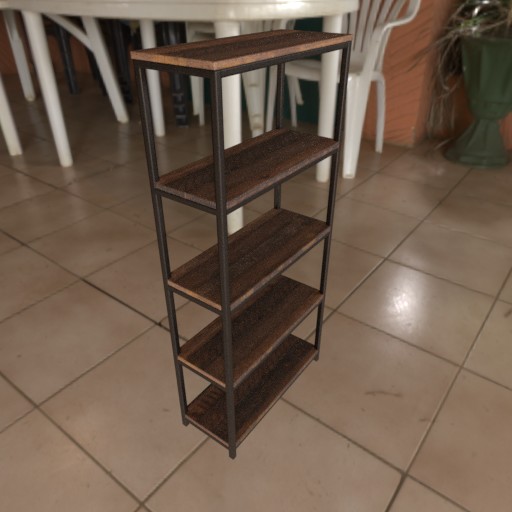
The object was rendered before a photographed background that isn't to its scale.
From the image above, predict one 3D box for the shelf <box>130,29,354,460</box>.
[{"bbox_3d":[0.000,0.000,2.123,0.359,1.860,0.874,21,38,30],"label":"shelf"}]
